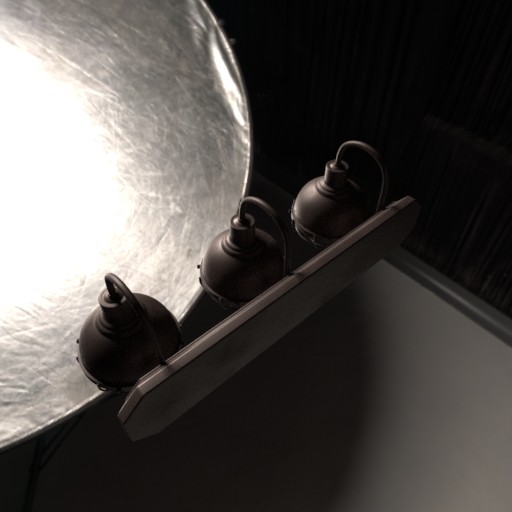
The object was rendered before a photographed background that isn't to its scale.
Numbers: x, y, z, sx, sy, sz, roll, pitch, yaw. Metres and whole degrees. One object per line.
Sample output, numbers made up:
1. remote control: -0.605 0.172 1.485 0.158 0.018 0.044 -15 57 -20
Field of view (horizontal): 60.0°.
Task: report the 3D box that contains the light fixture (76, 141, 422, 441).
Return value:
1. light fixture: 0.000 0.000 0.752 0.634 0.254 0.229 -33 54 -27
